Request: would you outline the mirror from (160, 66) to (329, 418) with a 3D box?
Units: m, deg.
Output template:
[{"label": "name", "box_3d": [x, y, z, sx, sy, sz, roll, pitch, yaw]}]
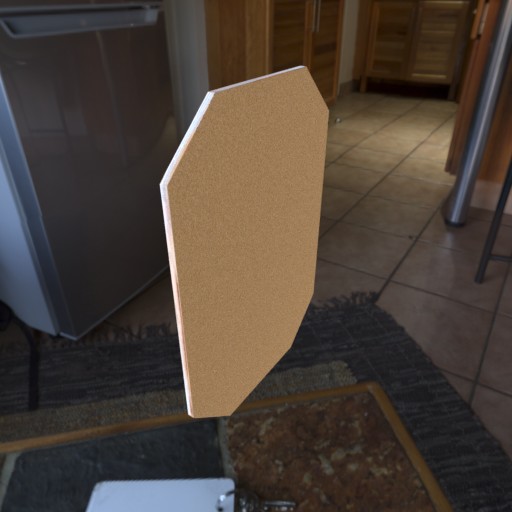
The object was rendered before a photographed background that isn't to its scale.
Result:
[{"label": "mirror", "box_3d": [0.000, 0.000, 1.331, 0.061, 1.015, 0.709, 20, 37, 29]}]
